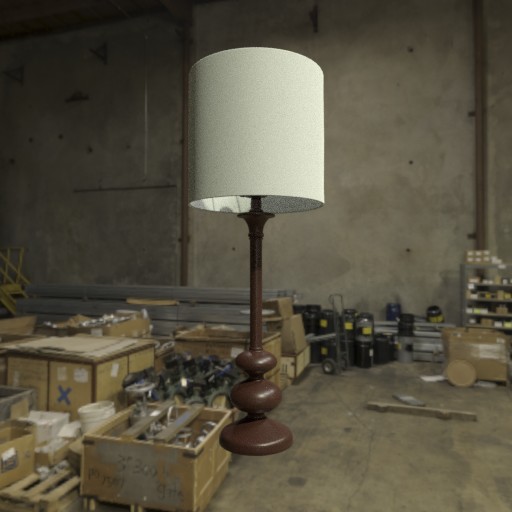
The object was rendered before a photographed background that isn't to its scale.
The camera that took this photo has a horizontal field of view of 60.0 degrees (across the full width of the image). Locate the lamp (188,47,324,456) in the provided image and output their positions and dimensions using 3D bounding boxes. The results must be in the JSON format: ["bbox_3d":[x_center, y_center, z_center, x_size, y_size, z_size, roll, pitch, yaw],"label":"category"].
[{"bbox_3d":[0.000,0.000,0.832,0.254,0.690,0.254,0,-2,19],"label":"lamp"}]
